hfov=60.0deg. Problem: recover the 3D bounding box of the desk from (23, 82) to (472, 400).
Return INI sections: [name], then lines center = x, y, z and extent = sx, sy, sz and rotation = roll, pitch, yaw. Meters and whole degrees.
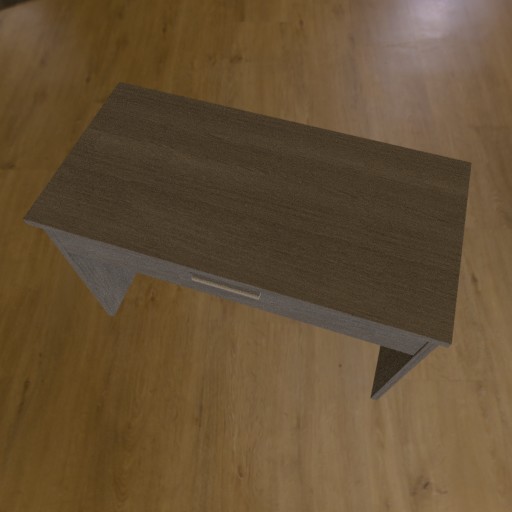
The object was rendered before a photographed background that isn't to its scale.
[desk]
center = 0.000, 0.000, 1.520
extent = 1.099, 0.729, 0.557
rotation = 16, 62, 9
